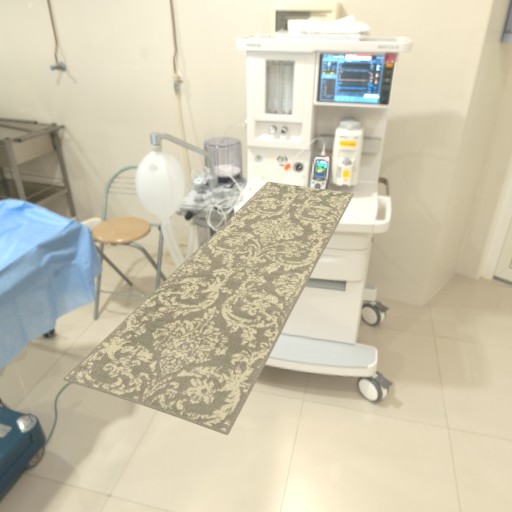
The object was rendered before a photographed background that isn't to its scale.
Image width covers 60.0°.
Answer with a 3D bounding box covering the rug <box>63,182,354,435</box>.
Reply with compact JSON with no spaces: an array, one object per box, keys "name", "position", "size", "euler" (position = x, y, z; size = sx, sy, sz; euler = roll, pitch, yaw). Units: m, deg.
[{"name":"rug","position":[0.000,0.000,2.400],"size":[0.662,0.011,2.196],"euler":[11,32,18]}]
